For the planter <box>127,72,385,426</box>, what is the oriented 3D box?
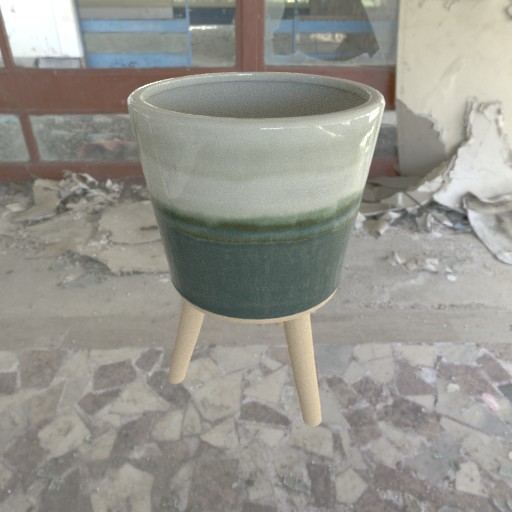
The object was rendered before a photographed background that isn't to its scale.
[{"bbox_3d":[0.000,0.000,0.466,0.217,0.331,0.217,19,36,29],"label":"planter"}]
